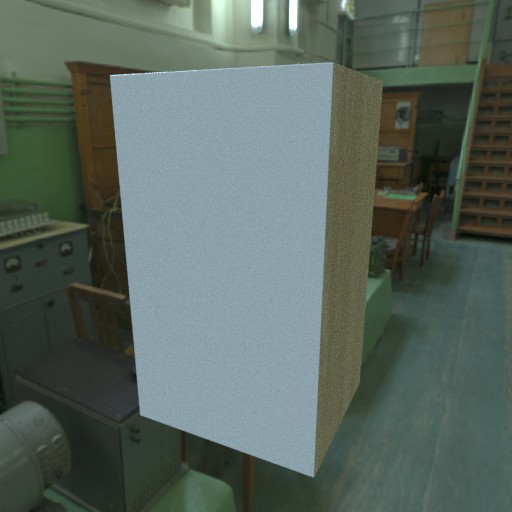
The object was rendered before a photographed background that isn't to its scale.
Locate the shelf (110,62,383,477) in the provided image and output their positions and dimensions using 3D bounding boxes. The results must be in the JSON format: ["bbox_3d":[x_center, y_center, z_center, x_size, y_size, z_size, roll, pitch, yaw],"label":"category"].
[{"bbox_3d":[0.000,0.000,0.804,0.350,0.600,0.290,8,19,25],"label":"shelf"}]
